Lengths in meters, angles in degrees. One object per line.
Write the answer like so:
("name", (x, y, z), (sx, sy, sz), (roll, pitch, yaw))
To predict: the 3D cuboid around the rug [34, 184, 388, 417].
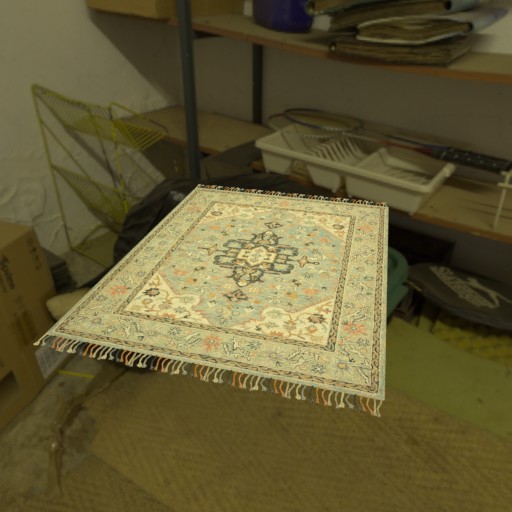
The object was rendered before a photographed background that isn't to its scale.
("rug", (0.000, 0.000, 3.439), (1.971, 0.010, 2.651), (8, 31, 13))
